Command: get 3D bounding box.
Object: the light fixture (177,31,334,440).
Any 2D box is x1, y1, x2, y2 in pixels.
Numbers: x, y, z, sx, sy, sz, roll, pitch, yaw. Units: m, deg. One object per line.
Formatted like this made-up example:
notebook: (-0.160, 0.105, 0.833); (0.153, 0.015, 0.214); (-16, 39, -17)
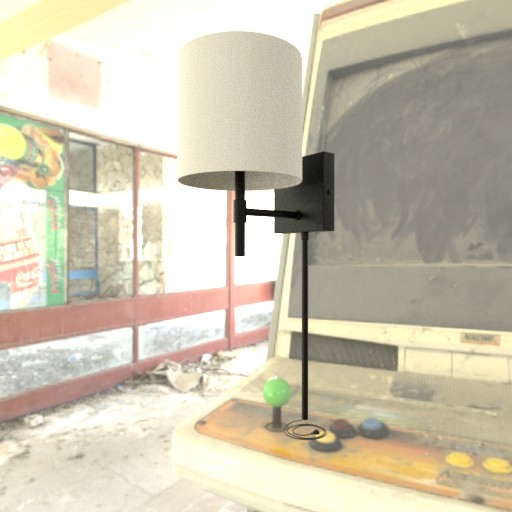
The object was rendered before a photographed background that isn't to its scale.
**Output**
light fixture: (0.000, 0.000, 0.692); (0.248, 0.589, 0.188); (0, 0, -36)
